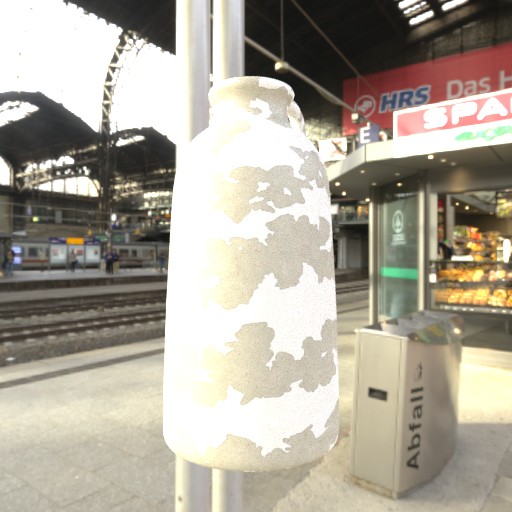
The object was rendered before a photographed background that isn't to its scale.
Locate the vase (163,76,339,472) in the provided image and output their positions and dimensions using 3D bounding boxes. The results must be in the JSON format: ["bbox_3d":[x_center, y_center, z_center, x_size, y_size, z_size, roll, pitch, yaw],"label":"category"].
[{"bbox_3d":[0.000,0.000,0.485,0.186,0.382,0.203,0,0,36],"label":"vase"}]
